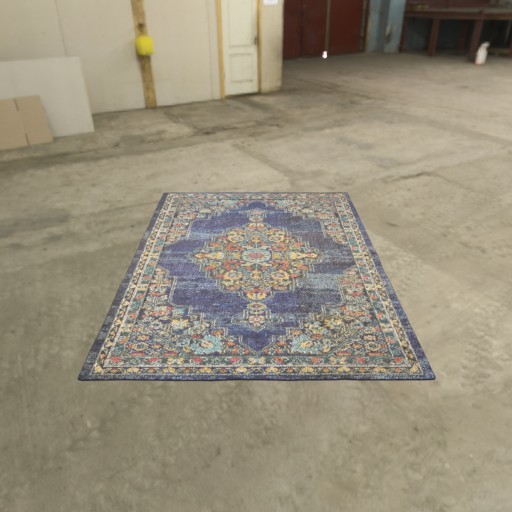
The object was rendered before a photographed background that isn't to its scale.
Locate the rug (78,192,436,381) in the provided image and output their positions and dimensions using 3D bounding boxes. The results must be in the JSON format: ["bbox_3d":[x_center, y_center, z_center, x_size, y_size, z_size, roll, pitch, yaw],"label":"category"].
[{"bbox_3d":[0.000,0.000,2.956,1.630,0.009,2.232,0,30,0],"label":"rug"}]
